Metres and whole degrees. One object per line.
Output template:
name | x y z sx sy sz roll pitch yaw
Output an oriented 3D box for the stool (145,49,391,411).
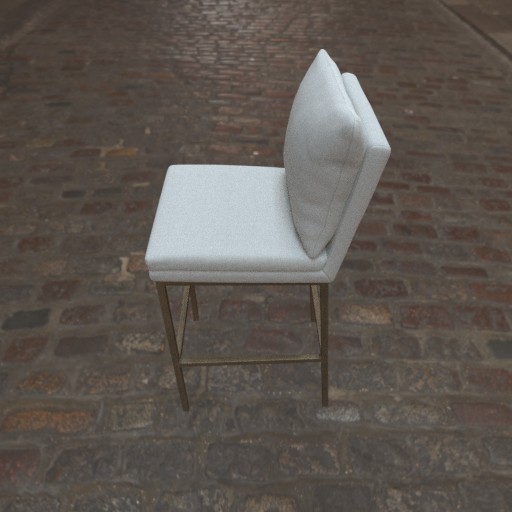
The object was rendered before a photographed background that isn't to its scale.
stool | 0.000 0.000 1.415 0.572 1.125 0.463 -1 43 -1
